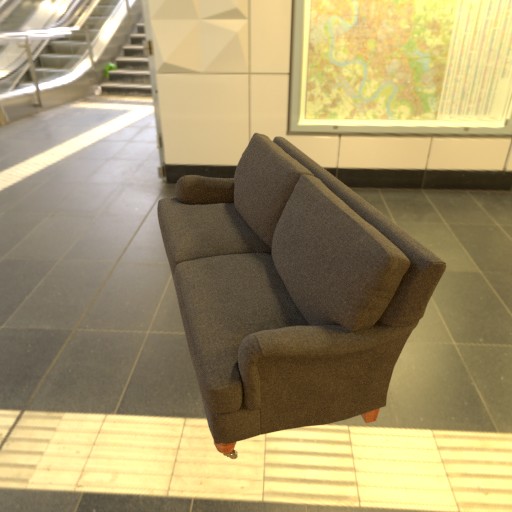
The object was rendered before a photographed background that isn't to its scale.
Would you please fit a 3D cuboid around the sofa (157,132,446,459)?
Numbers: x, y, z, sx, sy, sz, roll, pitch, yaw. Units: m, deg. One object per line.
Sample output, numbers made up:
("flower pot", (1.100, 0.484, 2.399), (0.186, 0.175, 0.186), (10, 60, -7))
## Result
("sofa", (0.000, 0.000, 2.834), (1.087, 1.054, 2.160), (-8, 31, -14))
